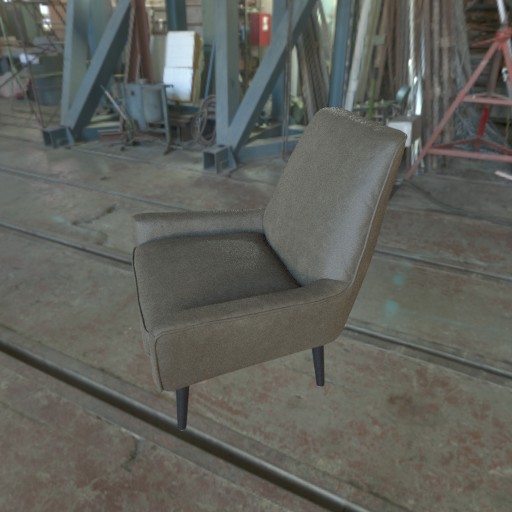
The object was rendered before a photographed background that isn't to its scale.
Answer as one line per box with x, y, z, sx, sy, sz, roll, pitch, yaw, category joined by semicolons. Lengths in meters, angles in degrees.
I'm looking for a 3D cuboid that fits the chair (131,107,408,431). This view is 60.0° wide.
0.000;0.000;1.526;0.824;0.888;0.787;-8;30;-15;chair
